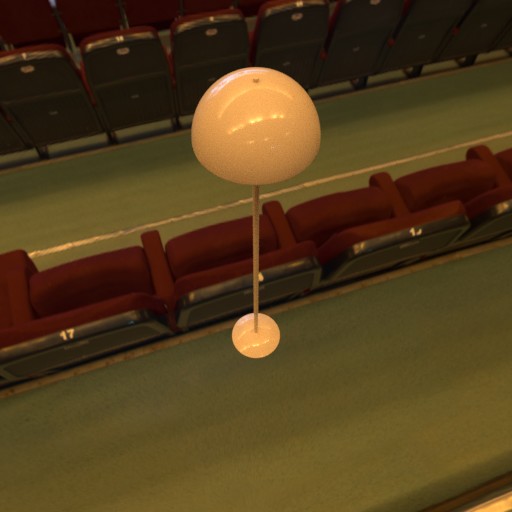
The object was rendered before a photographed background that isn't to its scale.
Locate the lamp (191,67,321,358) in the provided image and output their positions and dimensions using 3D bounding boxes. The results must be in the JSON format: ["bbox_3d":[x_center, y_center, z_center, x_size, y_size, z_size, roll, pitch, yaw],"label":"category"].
[{"bbox_3d":[0.000,0.000,1.612,0.328,1.480,0.328,-16,59,-10],"label":"lamp"}]
